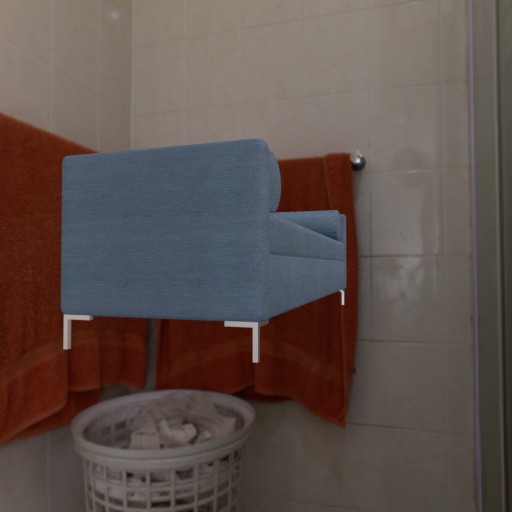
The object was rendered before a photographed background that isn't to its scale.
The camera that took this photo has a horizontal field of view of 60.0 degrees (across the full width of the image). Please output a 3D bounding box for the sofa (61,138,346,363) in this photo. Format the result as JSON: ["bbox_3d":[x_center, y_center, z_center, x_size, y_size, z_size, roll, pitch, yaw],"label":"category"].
[{"bbox_3d":[0.000,0.000,2.256,0.686,0.635,1.981,0,-1,18],"label":"sofa"}]
